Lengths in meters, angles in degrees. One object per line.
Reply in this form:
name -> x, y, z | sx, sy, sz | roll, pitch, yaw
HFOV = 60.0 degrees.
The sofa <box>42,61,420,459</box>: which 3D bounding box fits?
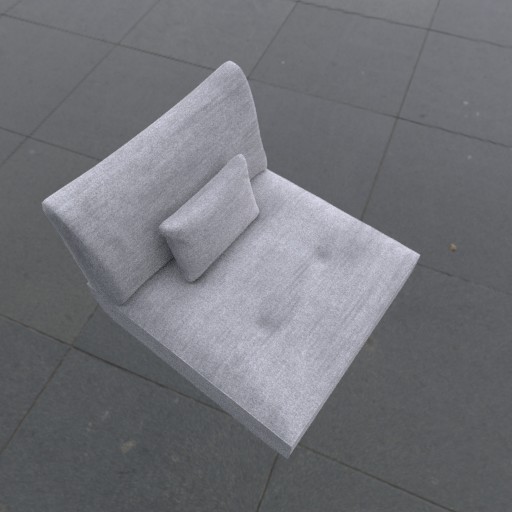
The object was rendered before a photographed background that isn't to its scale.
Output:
sofa -> 0.000, 0.000, 1.700 | 1.000, 0.820, 0.930 | 33, 63, 19
